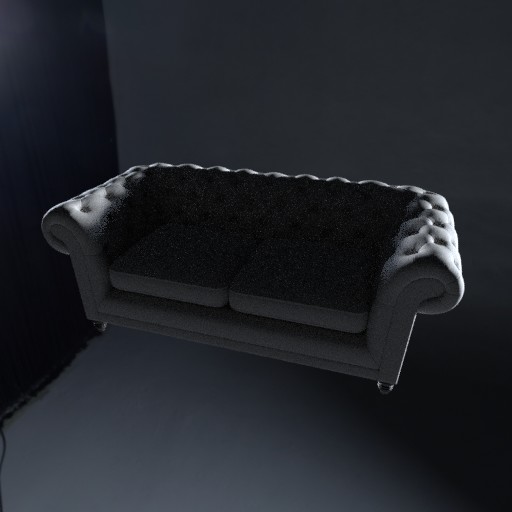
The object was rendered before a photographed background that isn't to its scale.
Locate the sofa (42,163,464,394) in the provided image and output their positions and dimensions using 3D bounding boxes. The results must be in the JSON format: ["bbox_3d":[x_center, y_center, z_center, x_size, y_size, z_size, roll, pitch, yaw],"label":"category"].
[{"bbox_3d":[0.000,0.000,2.481,1.998,0.764,0.986,8,28,16],"label":"sofa"}]
